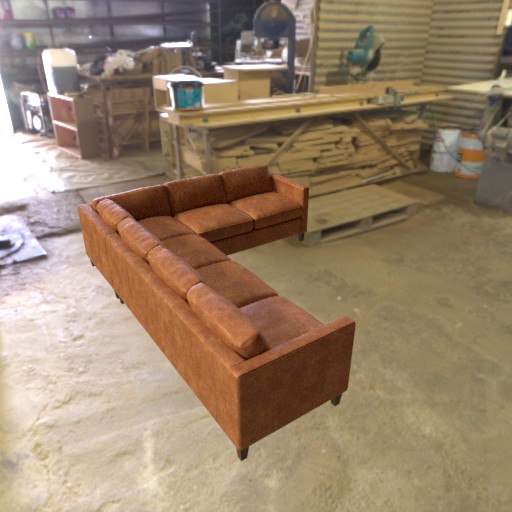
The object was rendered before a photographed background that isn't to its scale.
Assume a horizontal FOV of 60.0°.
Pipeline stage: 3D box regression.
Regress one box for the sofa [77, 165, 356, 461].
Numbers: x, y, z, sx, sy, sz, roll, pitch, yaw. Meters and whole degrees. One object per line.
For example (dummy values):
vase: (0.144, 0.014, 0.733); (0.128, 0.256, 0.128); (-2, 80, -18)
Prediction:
sofa: (0.000, 0.000, 4.240); (2.438, 0.838, 3.167); (-17, 32, -30)
